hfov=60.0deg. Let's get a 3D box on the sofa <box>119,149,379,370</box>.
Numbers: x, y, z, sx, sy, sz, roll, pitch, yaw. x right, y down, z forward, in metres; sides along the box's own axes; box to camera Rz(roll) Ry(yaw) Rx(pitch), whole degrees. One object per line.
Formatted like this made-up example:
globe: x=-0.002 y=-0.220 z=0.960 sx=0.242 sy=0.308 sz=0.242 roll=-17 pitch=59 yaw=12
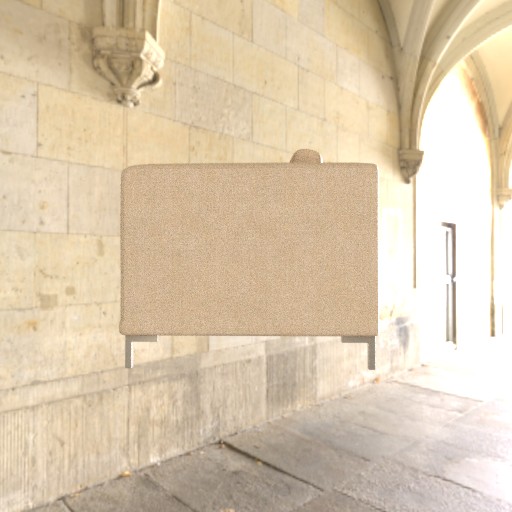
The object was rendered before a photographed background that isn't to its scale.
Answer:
sofa: x=0.000 y=0.000 z=2.831 sx=0.969 sy=0.867 sz=2.415 roll=0 pitch=-1 yaw=2
